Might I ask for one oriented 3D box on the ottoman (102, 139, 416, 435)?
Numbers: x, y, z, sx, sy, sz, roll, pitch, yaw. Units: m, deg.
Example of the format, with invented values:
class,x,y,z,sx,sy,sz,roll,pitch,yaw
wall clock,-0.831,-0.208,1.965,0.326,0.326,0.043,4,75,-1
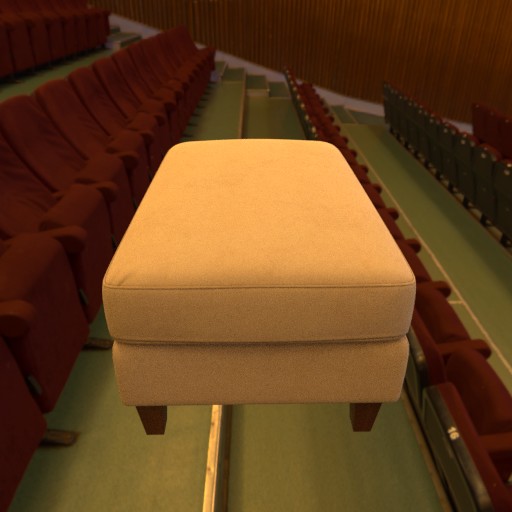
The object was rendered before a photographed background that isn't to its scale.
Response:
class,x,y,z,sx,sy,sz,roll,pitch,yaw
ottoman,0.000,0.000,1.216,0.584,0.483,0.864,-1,30,-1
